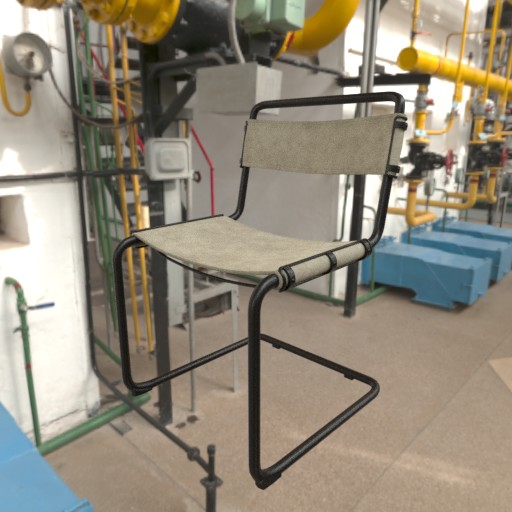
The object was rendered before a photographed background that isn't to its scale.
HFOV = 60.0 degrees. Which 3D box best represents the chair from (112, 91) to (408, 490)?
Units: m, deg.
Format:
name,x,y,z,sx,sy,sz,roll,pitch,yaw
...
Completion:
name,x,y,z,sx,sy,sz,roll,pitch,yaw
chair,0.000,0.000,1.054,0.499,0.747,0.497,14,20,42
